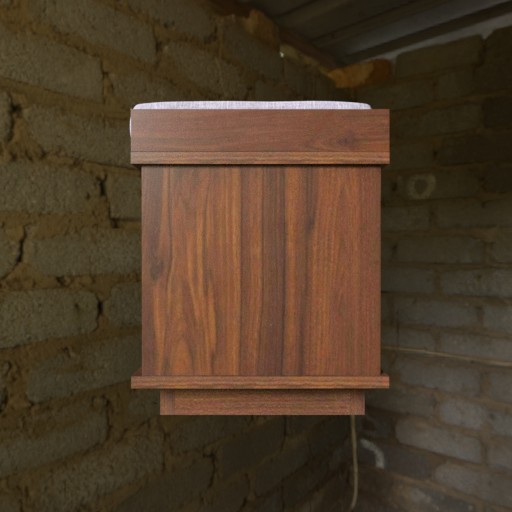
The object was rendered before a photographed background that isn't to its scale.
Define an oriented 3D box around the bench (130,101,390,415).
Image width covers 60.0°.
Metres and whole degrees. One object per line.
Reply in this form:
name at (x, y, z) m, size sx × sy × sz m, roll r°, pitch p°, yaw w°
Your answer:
bench at (0.000, 0.000, 0.969) m, size 0.362 × 0.461 × 0.734 m, roll 0°, pitch 0°, yaw 0°
